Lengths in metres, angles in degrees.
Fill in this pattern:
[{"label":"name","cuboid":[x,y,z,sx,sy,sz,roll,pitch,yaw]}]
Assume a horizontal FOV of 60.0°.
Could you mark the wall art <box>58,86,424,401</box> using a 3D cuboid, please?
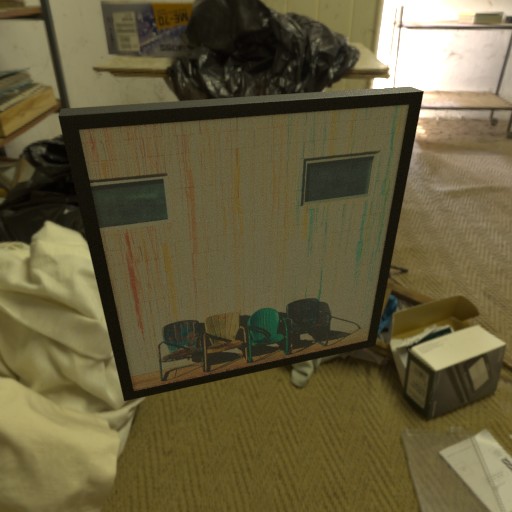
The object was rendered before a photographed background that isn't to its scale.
[{"label":"wall art","cuboid":[0.000,0.000,0.741,0.506,0.506,0.037,-9,33,-14]}]
